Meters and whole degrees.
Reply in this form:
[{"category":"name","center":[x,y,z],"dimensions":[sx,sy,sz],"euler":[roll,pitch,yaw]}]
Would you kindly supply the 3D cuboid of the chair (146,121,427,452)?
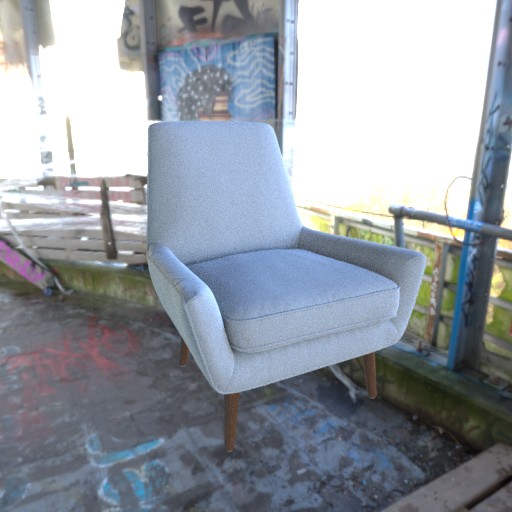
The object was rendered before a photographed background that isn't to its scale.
[{"category":"chair","center":[0.000,0.000,1.510],"dimensions":[0.787,0.888,0.822],"euler":[-9,18,-27]}]
